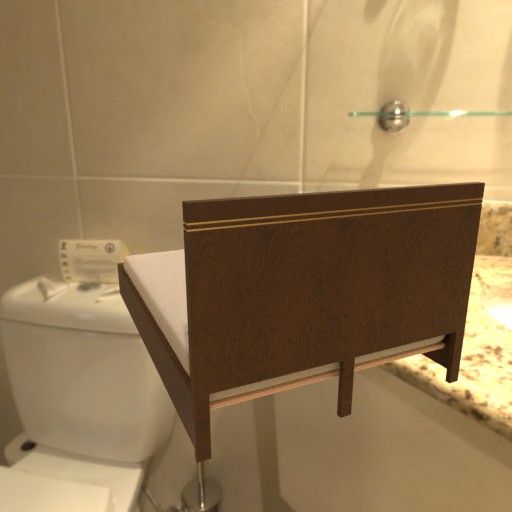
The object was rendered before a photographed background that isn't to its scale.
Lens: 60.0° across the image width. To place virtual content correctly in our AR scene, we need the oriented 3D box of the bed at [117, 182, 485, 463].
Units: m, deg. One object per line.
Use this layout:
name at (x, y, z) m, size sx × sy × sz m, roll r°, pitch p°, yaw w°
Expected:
bed at (0.000, 0.000, 3.118) m, size 1.613 × 1.169 × 2.221 m, roll -7°, pitch 17°, yaw -24°
